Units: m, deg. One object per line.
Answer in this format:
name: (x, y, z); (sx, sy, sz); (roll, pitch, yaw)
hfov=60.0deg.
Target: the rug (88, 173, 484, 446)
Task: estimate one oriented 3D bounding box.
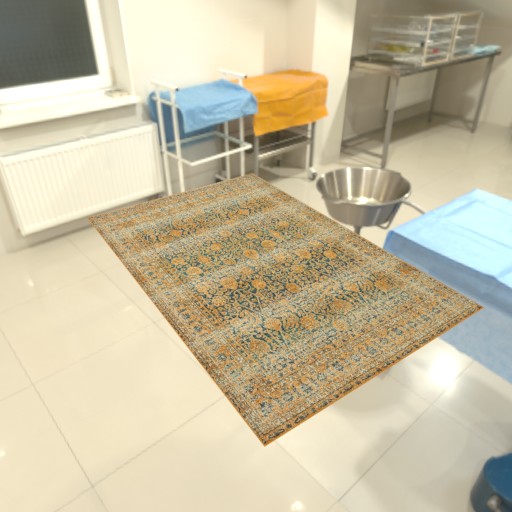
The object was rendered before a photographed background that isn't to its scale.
rug: (0.000, 0.000, 2.950); (1.525, 0.007, 2.336); (-21, 39, -28)
